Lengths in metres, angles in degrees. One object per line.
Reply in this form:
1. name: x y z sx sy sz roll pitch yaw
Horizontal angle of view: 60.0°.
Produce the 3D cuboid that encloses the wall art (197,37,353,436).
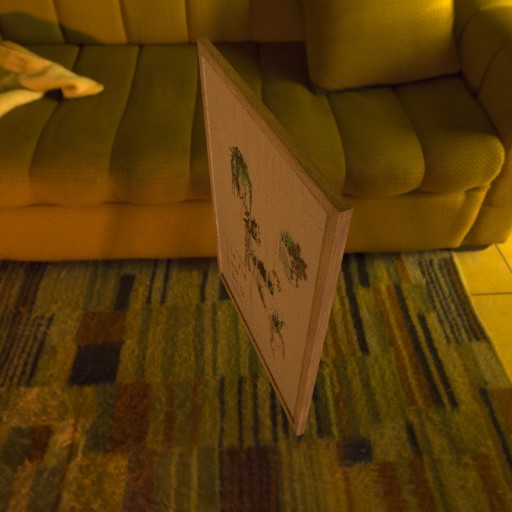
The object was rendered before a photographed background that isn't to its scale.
1. wall art: 0.000 0.000 1.375 0.035 1.022 0.781 -18 50 -15
